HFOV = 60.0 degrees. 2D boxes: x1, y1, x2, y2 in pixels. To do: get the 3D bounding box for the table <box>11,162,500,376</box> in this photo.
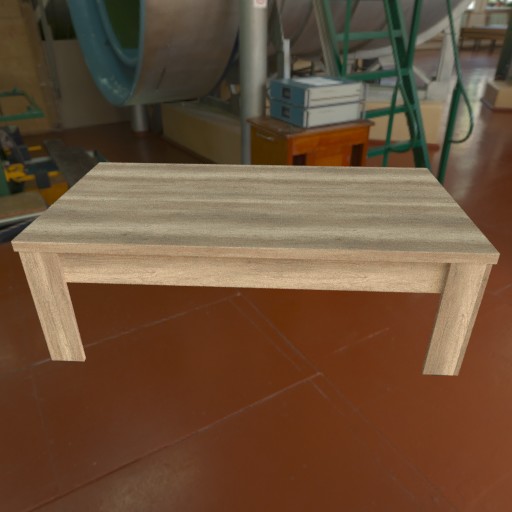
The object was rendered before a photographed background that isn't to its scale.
[{"bbox_3d":[0.000,0.000,1.639,1.350,0.460,0.700,2,30,3],"label":"table"}]
